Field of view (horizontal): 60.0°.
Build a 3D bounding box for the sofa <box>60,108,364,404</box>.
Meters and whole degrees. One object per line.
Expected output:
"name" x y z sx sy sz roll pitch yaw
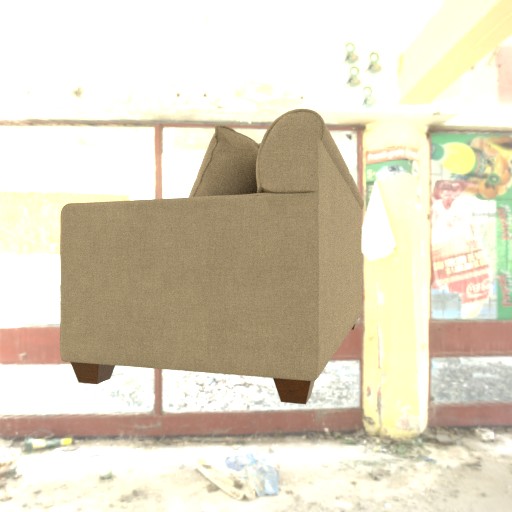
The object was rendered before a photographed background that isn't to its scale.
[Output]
"sofa" 0.000 0.000 2.337 0.998 0.958 1.846 0 -1 17
